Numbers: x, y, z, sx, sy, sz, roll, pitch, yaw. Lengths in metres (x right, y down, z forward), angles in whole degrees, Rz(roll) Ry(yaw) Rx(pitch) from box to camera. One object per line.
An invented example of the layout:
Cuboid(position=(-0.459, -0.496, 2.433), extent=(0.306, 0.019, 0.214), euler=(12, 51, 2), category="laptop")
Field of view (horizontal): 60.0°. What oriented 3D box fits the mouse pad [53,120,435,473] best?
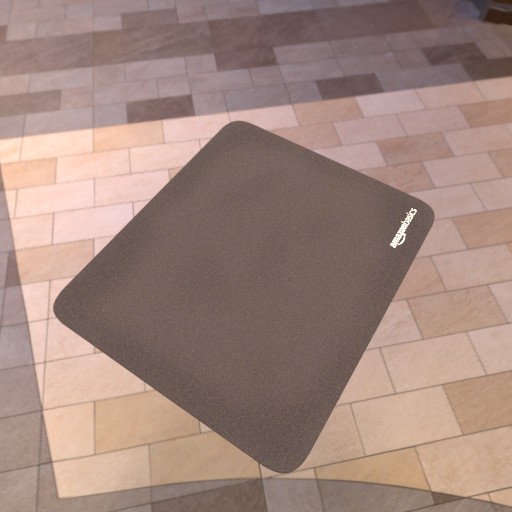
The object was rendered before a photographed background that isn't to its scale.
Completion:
Cuboid(position=(0.000, 0.000, 0.444), extent=(0.269, 0.002, 0.315), euler=(29, 62, 17), category="mouse pad")
